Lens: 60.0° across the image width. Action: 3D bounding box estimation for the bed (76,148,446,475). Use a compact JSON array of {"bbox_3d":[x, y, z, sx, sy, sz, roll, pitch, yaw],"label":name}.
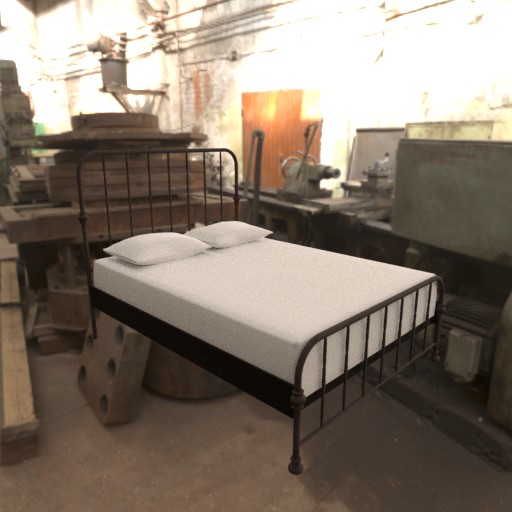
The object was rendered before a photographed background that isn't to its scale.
[{"bbox_3d":[0.000,0.000,3.155,2.134,1.446,1.616,14,20,43],"label":"bed"}]
